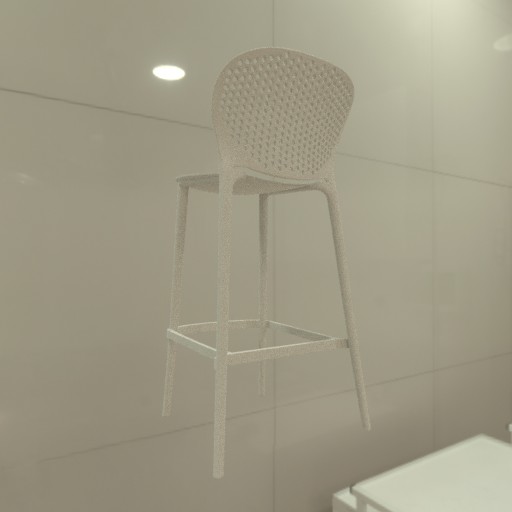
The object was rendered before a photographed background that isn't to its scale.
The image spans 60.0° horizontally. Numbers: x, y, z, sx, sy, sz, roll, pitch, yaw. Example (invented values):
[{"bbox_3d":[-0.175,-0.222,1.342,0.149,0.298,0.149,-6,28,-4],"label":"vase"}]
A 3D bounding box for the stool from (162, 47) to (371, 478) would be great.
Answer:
[{"bbox_3d":[0.000,0.000,1.368,0.536,1.045,0.535,1,-1,-35],"label":"stool"}]
